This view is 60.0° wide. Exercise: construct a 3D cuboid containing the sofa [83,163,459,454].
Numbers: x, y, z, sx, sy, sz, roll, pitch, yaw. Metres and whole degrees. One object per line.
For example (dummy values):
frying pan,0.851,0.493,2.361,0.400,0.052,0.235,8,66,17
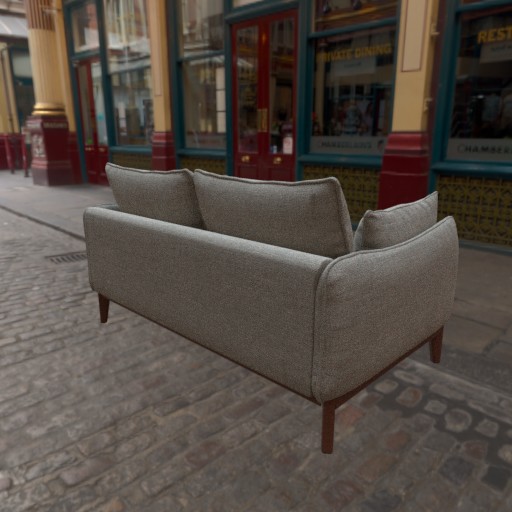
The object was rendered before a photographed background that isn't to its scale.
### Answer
sofa,0.000,0.000,2.078,1.580,0.851,0.972,14,20,43
